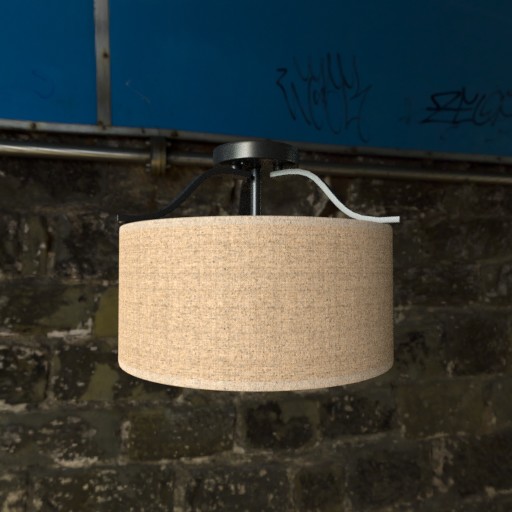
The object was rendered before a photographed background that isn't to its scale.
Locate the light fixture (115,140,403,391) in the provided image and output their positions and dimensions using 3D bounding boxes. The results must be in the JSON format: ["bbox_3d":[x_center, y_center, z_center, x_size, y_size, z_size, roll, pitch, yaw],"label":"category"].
[{"bbox_3d":[0.000,0.000,0.652,0.390,0.306,0.390,0,-2,0],"label":"light fixture"}]
